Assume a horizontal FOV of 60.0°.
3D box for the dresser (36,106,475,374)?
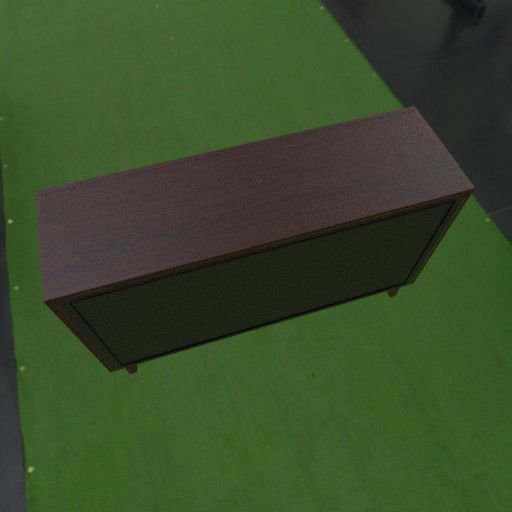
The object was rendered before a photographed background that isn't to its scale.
[{"bbox_3d":[0.000,0.000,2.109,1.609,0.971,0.499,-15,60,-9],"label":"dresser"}]
